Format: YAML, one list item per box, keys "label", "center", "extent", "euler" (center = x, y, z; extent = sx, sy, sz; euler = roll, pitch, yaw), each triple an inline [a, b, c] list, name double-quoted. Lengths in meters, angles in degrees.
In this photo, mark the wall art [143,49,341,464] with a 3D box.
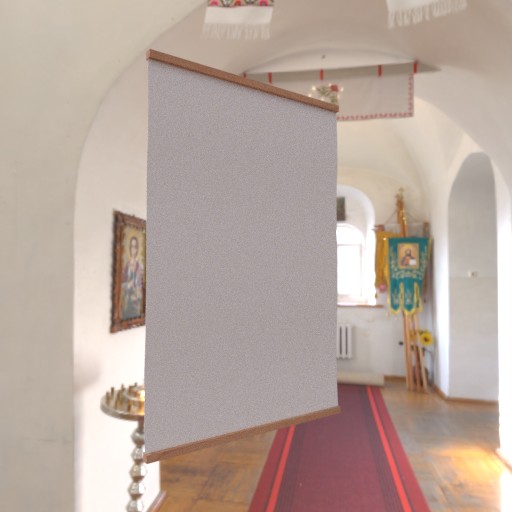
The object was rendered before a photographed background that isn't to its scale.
- label: "wall art"
  center: [0.000, 0.000, 0.643]
  extent: [0.332, 0.508, 0.012]
  euler: [1, -2, -35]
